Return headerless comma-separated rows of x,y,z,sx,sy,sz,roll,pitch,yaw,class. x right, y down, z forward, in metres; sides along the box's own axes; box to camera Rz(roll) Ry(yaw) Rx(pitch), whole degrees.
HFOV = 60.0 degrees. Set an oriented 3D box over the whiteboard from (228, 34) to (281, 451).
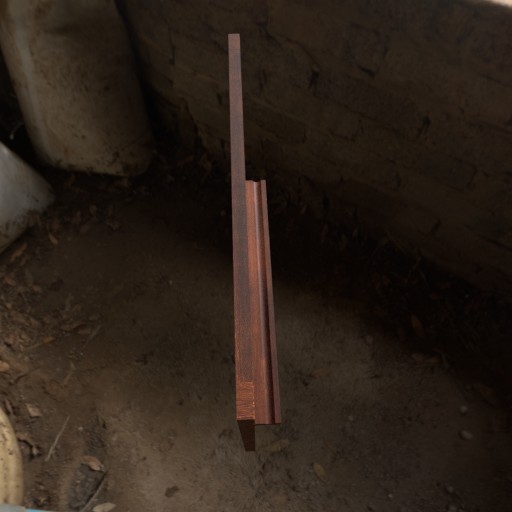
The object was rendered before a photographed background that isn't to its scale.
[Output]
0.000,0.000,0.999,0.083,0.553,0.768,-2,62,-1,whiteboard
